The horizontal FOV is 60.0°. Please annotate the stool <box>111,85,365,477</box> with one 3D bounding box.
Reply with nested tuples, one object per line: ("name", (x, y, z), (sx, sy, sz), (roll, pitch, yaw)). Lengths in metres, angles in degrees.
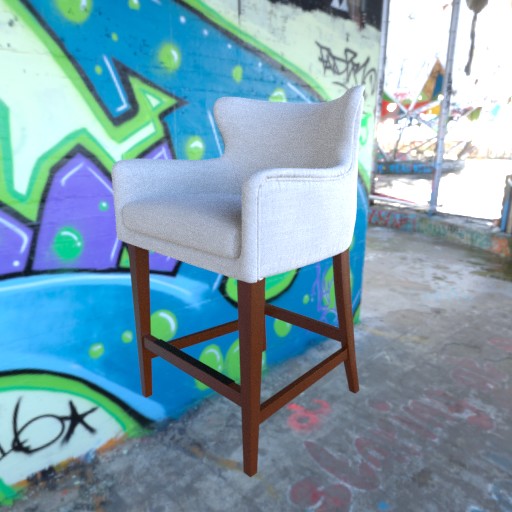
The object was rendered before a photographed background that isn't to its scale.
("stool", (0.000, 0.000, 1.394), (0.637, 0.987, 0.615), (-15, 21, -43))
